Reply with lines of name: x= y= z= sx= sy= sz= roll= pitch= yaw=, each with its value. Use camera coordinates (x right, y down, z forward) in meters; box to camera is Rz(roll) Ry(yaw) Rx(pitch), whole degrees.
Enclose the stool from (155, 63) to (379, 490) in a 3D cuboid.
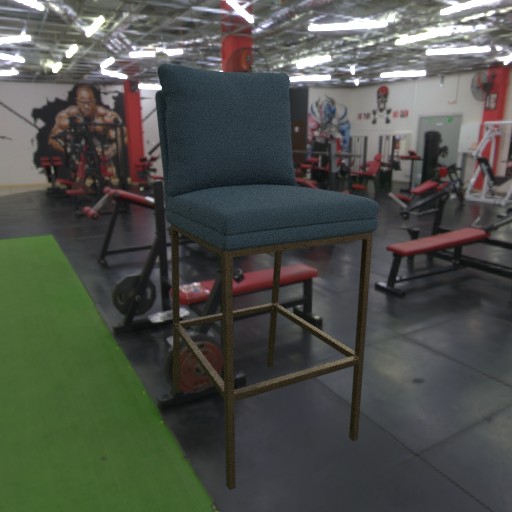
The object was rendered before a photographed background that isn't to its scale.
stool: x=0.000 y=0.000 z=1.374 sx=0.463 sy=1.124 sz=0.568 roll=-8 pitch=18 yaw=-26
